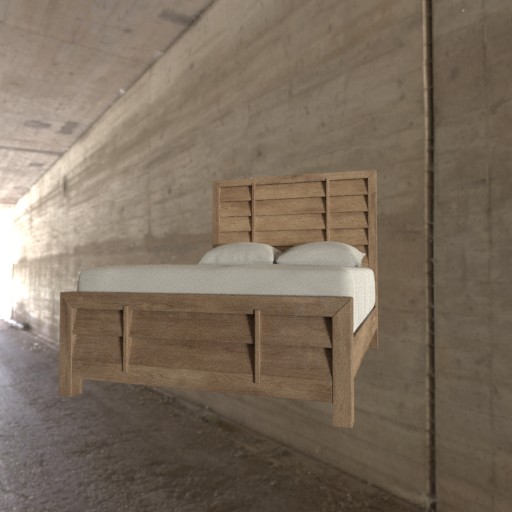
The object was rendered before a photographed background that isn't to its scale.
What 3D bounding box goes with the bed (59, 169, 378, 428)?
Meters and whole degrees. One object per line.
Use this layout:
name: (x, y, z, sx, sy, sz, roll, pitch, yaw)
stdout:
bed: (0.000, 0.000, 3.296, 1.626, 1.626, 2.197, -1, -2, 18)
